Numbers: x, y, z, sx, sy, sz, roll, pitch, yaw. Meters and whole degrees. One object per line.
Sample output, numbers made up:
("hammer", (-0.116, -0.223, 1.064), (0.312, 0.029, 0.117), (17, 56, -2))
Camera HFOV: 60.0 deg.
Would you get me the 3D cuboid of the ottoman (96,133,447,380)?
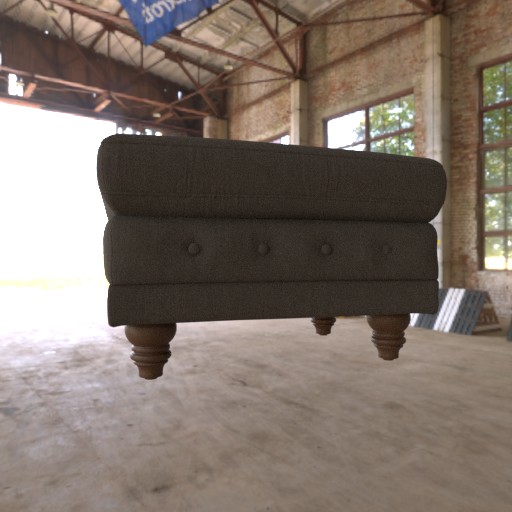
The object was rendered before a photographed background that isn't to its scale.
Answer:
("ottoman", (0.000, 0.000, 1.158), (0.771, 0.500, 0.569), (0, 0, -17))
